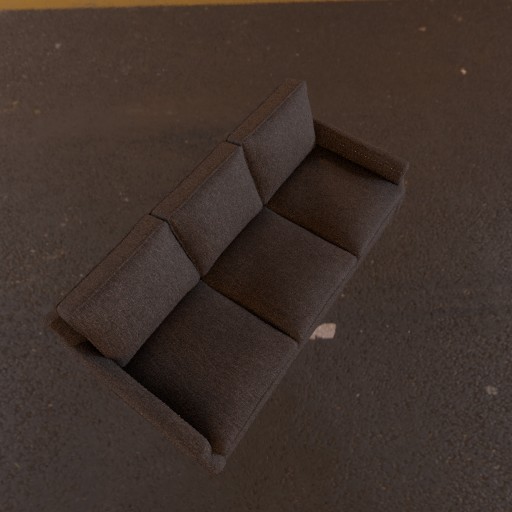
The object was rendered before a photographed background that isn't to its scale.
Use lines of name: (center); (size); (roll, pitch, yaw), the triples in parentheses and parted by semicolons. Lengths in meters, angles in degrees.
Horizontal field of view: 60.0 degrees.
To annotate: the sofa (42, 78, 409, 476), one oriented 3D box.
sofa: (0.000, 0.000, 2.758); (1.084, 1.003, 2.246); (32, 65, 17)
